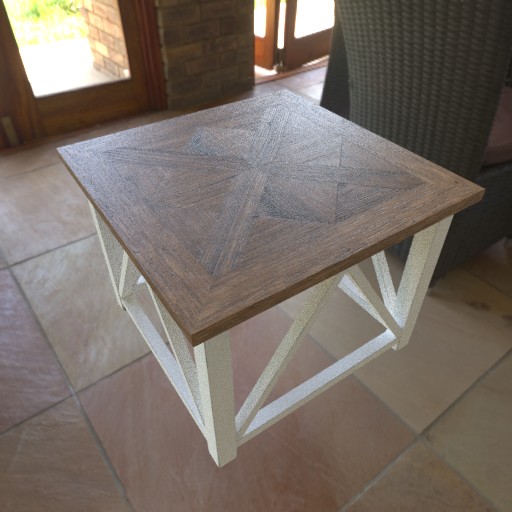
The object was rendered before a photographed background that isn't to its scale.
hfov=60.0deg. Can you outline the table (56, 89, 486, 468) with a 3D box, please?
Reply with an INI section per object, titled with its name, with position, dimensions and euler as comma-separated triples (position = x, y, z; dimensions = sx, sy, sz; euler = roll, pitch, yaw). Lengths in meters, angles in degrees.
[table]
position = 0.000, 0.000, 1.180
dimensions = 0.700, 0.532, 0.700
euler = -24, 46, -25
